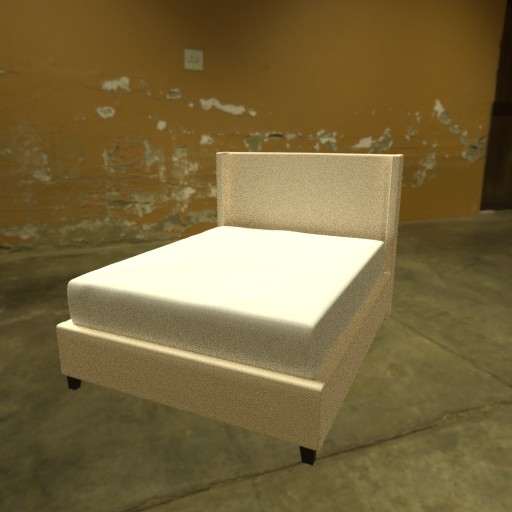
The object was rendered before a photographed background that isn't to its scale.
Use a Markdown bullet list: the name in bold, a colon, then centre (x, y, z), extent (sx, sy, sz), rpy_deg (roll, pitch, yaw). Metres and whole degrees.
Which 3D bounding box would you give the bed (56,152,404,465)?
- **bed**: centre (0.000, 0.000, 3.384), extent (1.765, 1.471, 2.280), rpy_deg (7, 16, 24)
